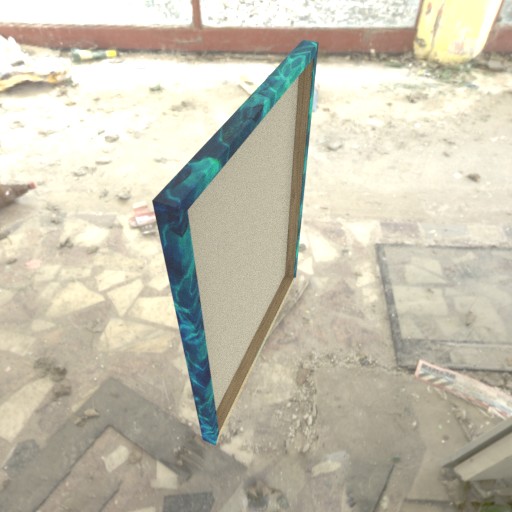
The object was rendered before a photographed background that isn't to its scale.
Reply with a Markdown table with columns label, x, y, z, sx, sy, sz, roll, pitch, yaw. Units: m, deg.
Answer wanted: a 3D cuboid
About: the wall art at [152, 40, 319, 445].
| label | x | y | z | sx | sy | sz | roll | pitch | yaw |
| --- | --- | --- | --- | --- | --- | --- | --- | --- | --- |
| wall art | 0.000 | 0.000 | 1.035 | 0.038 | 0.760 | 0.609 | 17 | 48 | 16 |
